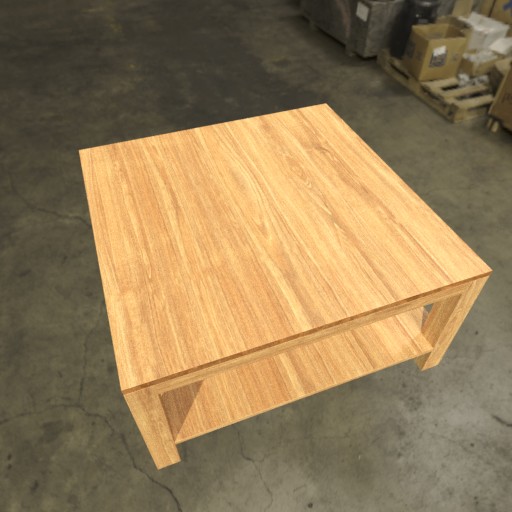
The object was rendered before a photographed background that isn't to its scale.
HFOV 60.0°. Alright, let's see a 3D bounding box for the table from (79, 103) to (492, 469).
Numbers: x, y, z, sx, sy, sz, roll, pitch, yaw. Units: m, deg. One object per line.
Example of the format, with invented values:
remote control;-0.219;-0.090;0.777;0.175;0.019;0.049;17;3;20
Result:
table;0.000;0.000;1.429;0.900;0.450;0.900;-15;48;-14
